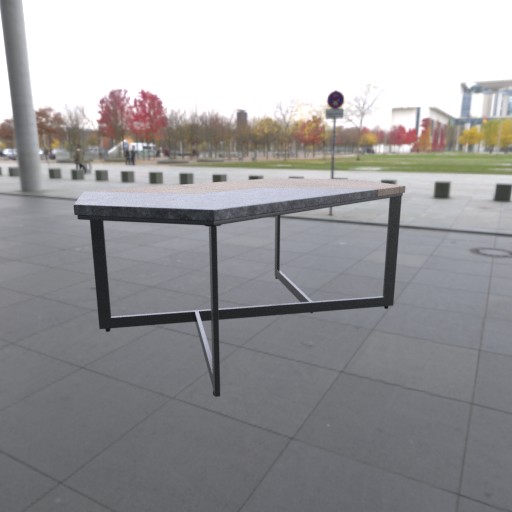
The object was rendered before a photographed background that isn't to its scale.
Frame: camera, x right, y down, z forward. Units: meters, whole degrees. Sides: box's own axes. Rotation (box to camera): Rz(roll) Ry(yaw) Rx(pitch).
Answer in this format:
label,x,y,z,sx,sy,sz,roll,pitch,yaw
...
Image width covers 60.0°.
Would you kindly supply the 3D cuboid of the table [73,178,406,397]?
label,x,y,z,sx,sy,sz,roll,pitch,yaw
table,0.000,0.000,1.509,0.609,0.457,1.219,13,19,43
